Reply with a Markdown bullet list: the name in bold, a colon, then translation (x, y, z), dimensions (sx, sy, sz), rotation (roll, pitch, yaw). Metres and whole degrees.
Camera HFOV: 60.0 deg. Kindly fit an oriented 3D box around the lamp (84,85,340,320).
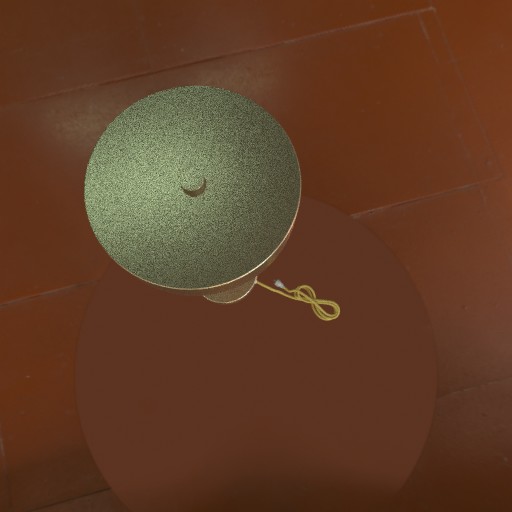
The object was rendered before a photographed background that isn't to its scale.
- **lamp**: translation (0.000, 0.000, 0.699), dimensions (0.369, 0.508, 0.229), rotation (19, 78, 4)
